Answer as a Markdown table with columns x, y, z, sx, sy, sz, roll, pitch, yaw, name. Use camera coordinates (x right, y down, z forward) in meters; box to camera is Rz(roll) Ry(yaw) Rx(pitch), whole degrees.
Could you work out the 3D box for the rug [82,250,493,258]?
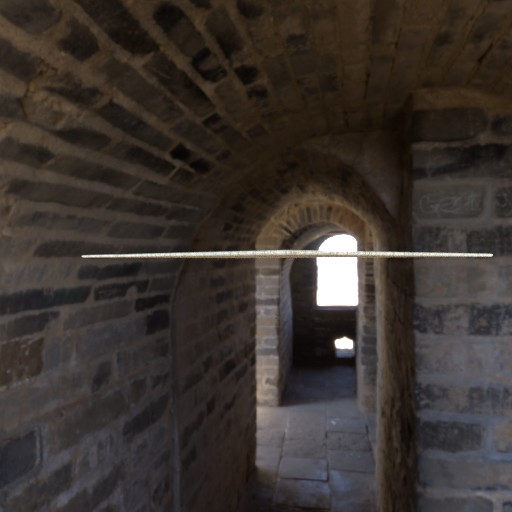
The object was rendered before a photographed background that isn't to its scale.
| x | y | z | sx | sy | sz | roll | pitch | yaw | name |
| --- | --- | --- | --- | --- | --- | --- | --- | --- | --- |
| 0.000 | 0.000 | 2.839 | 1.523 | 0.017 | 2.263 | 0 | -1 | -38 | rug |
